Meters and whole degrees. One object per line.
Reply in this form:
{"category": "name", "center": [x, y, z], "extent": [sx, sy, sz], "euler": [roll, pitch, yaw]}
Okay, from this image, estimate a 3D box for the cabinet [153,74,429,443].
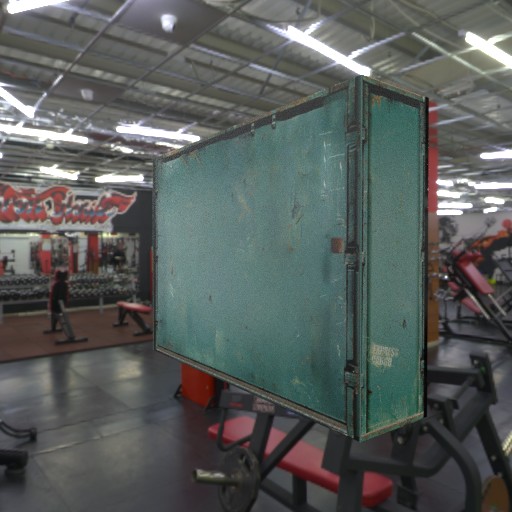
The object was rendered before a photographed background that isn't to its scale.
{"category": "cabinet", "center": [0.000, 0.000, 4.002], "extent": [0.680, 2.160, 3.001], "euler": [-1, 1, -36]}
